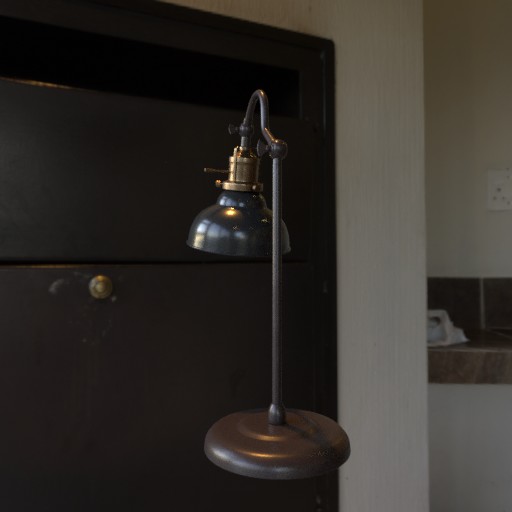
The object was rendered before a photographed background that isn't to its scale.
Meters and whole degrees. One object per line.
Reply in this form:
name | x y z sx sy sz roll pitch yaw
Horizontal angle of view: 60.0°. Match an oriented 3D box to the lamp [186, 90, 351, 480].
lamp | 0.000 0.000 0.682 0.192 0.508 0.374 0 -2 -18
